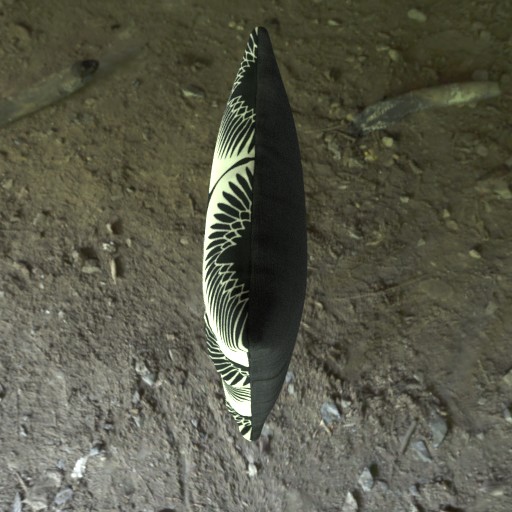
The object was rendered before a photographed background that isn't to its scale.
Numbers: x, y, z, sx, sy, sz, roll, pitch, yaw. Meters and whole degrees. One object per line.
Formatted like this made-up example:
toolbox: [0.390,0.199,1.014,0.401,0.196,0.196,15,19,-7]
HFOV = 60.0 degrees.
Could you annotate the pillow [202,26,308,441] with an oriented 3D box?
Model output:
pillow: [0.000,0.000,0.636,0.139,0.432,0.432,1,59,1]
